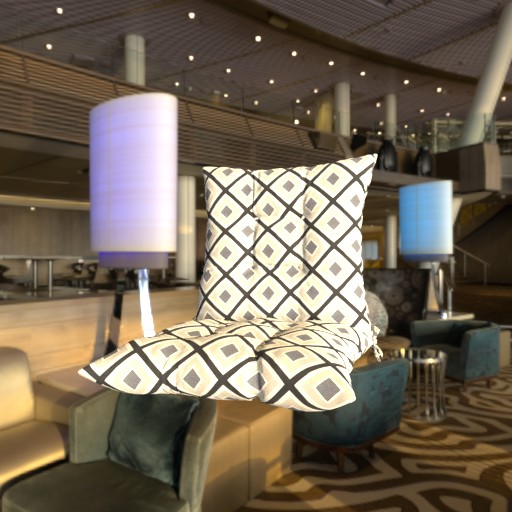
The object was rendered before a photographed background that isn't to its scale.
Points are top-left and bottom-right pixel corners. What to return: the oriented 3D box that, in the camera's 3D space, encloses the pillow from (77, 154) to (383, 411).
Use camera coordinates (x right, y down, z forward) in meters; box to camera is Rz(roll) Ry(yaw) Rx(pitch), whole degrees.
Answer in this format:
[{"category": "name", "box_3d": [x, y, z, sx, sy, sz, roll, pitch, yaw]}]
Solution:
[{"category": "pillow", "box_3d": [0.000, 0.000, 1.007, 0.541, 0.536, 0.585, 0, 0, 19]}]
